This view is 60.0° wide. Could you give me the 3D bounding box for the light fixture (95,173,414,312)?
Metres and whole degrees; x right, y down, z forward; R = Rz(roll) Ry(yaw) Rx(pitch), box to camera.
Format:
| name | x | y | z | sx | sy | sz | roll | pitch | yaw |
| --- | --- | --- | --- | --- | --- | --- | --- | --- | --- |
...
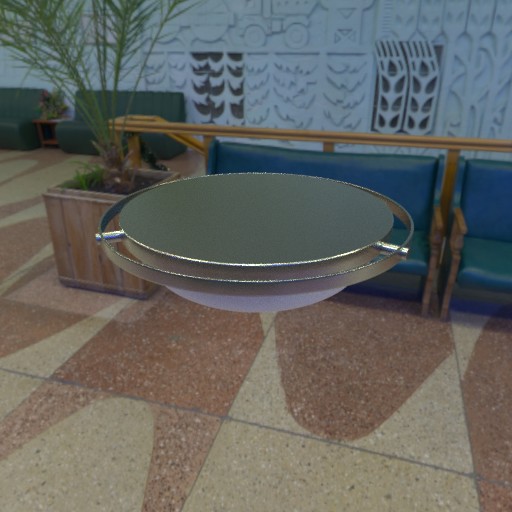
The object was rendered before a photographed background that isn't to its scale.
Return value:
| name | x | y | z | sx | sy | sz | roll | pitch | yaw |
| --- | --- | --- | --- | --- | --- | --- | --- | --- | --- |
| light fixture | 0.000 | 0.000 | 0.557 | 0.361 | 0.130 | 0.361 | 0 | 25 | 0 |
